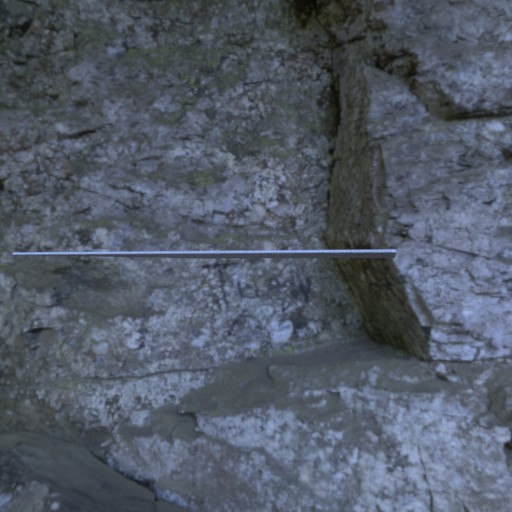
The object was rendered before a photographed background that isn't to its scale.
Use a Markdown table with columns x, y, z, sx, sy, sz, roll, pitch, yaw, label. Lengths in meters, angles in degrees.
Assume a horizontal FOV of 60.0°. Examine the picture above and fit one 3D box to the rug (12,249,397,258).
| x | y | z | sx | sy | sz | roll | pitch | yaw | label |
| --- | --- | --- | --- | --- | --- | --- | --- | --- | --- |
| 0.000 | 0.000 | 4.074 | 2.447 | 0.017 | 3.123 | 0 | -1 | 17 | rug |
